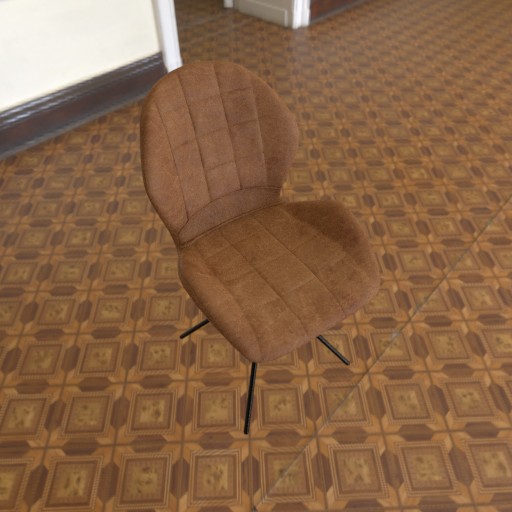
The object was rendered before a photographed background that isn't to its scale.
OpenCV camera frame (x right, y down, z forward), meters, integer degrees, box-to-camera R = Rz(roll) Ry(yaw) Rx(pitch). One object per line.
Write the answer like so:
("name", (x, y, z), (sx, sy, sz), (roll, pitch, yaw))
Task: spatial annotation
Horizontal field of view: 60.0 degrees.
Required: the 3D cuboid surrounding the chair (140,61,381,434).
("chair", (0.000, 0.000, 1.310), (0.527, 0.929, 0.640), (-26, 52, -23))
